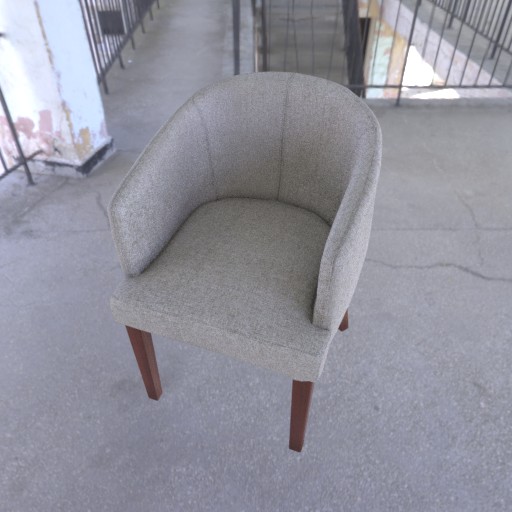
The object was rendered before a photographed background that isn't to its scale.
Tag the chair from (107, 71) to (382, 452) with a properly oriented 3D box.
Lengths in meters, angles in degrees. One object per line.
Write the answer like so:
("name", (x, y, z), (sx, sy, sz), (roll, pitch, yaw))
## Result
("chair", (0.000, 0.000, 1.239), (0.583, 0.811, 0.655), (13, 42, 15))
